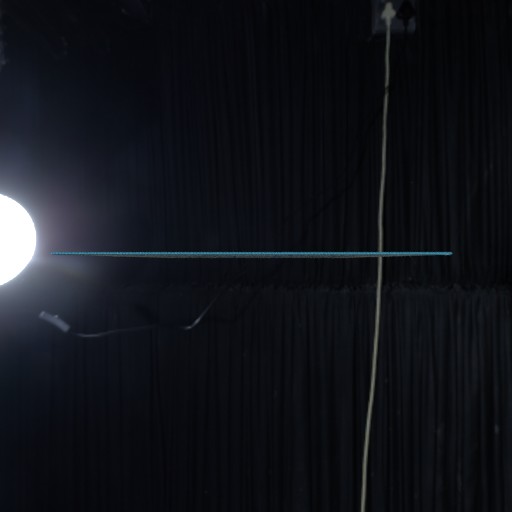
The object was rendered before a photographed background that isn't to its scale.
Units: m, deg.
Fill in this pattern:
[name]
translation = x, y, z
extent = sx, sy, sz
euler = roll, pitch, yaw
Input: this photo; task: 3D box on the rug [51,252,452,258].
[rug]
translation = 0.000, 0.000, 3.973
extent = 2.226, 0.015, 3.044
euler = 0, -1, 1
